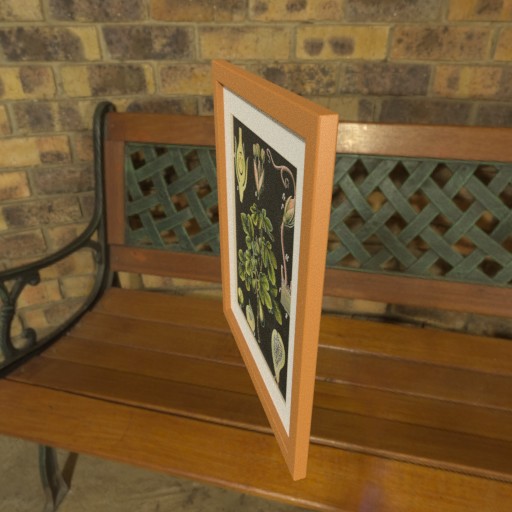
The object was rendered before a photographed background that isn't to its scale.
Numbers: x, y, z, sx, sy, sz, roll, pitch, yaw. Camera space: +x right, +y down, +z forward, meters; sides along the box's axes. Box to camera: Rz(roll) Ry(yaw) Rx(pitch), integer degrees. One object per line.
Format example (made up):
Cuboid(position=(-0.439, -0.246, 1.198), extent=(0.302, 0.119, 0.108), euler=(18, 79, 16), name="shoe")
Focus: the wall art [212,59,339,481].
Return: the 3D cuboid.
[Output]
Cuboid(position=(0.000, 0.000, 0.504), extent=(0.015, 0.379, 0.310), euler=(-9, 31, -15), name="wall art")
